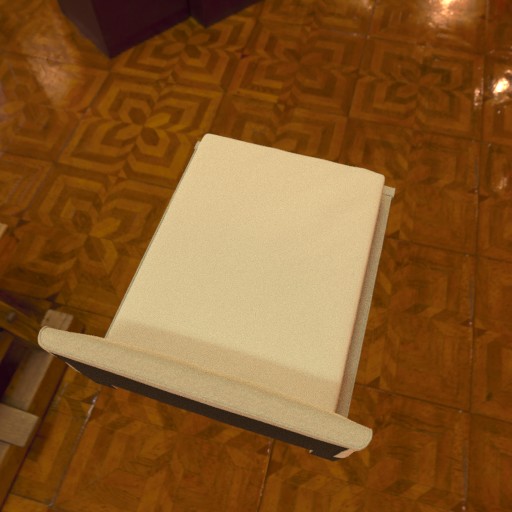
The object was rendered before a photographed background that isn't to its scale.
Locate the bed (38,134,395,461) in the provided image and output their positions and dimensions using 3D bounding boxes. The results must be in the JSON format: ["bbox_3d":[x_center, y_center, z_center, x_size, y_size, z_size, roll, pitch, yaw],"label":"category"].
[{"bbox_3d":[0.000,0.000,3.451,1.980,1.126,2.498,15,63,8],"label":"bed"}]
